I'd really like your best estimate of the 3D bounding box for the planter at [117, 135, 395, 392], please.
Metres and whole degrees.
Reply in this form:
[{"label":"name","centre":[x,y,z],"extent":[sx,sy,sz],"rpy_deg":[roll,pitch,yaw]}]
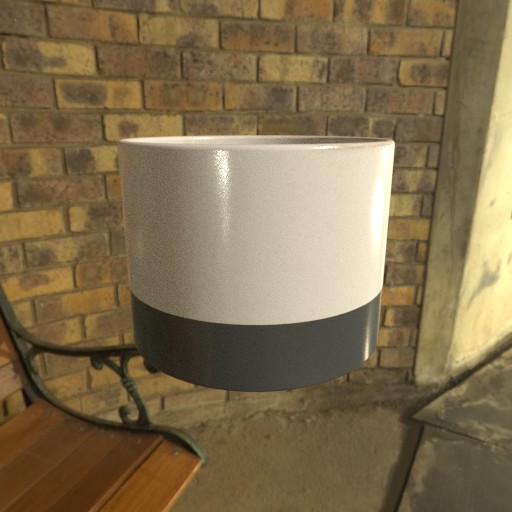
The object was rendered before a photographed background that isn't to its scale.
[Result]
[{"label":"planter","centre":[0.000,0.000,0.346],"extent":[0.193,0.177,0.193],"rpy_deg":[0,17,0]}]
